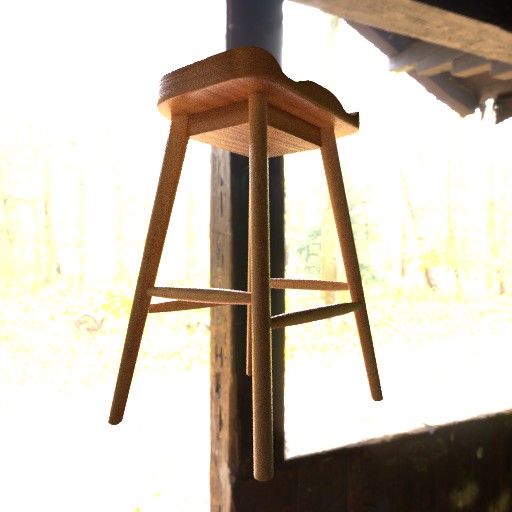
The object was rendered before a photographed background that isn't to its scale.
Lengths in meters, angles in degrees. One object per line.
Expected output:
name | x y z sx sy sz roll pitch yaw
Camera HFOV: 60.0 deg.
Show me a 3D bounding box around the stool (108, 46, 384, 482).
stool | 0.000 0.000 0.876 0.361 0.615 0.440 0 0 37
